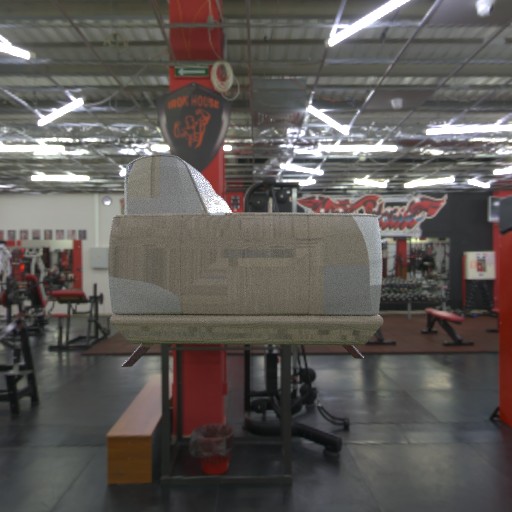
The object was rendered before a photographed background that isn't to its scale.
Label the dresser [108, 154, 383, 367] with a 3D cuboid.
[{"bbox_3d":[0.000,0.000,5.810,2.251,1.863,4.679,0,0,2],"label":"dresser"}]
